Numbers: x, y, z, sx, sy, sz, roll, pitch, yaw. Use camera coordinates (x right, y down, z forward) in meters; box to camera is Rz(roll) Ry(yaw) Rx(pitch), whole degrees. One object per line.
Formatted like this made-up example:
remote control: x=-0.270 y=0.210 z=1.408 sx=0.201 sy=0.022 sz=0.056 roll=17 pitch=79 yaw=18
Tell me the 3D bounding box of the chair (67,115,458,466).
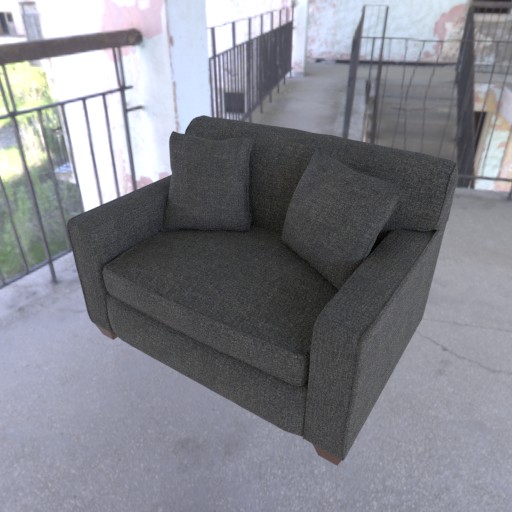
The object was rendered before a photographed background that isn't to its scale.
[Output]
chair: x=0.000 y=0.000 z=2.001 sx=1.383 sy=0.948 sz=1.000 roll=19 pitch=36 yaw=29
